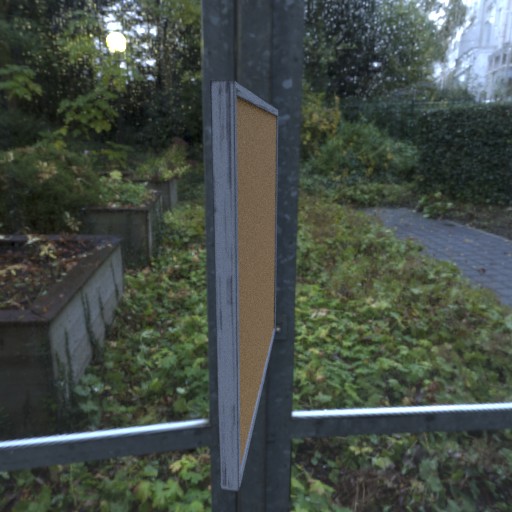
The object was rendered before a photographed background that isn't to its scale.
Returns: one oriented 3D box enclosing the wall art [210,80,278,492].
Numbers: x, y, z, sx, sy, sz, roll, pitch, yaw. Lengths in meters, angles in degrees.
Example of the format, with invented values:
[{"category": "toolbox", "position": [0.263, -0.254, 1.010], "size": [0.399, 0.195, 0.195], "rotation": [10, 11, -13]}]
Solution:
[{"category": "wall art", "position": [0.000, 0.000, 1.142], "size": [0.037, 0.761, 0.761], "rotation": [2, 15, 8]}]
